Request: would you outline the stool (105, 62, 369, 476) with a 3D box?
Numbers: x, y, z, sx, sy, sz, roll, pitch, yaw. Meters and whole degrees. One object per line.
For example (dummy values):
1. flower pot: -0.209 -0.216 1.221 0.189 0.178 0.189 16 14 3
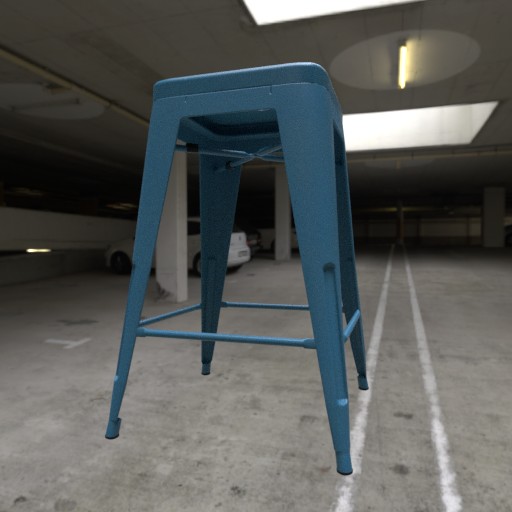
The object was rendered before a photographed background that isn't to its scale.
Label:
1. stool: 0.000 0.000 0.867 0.410 0.608 0.410 0 1 18
